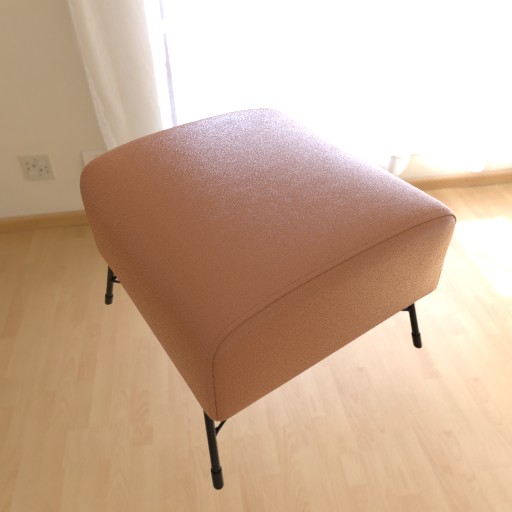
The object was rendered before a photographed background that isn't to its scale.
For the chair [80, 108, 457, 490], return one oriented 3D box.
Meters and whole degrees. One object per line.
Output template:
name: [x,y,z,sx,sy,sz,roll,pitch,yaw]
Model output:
chair: [0.000,0.000,0.887,0.530,0.410,0.530,-25,47,-25]
